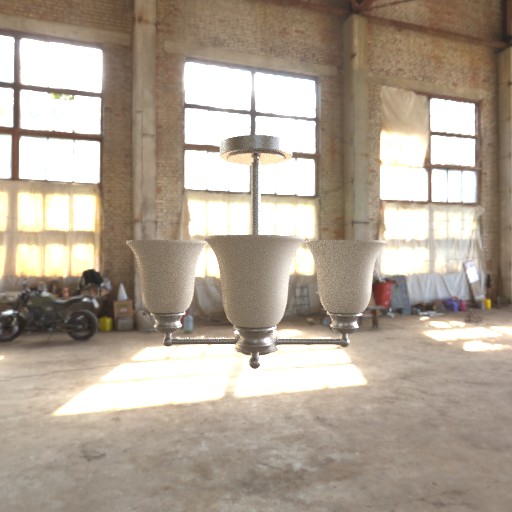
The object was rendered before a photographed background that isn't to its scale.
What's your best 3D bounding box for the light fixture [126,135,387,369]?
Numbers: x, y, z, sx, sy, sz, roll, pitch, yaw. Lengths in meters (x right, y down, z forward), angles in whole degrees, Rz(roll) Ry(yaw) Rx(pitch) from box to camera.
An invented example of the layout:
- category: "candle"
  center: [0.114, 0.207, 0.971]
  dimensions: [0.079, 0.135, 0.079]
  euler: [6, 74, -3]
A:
- category: "light fixture"
  center: [0.000, 0.000, 0.736]
  dimensions: [0.427, 0.370, 0.427]
  euler: [0, 0, 1]
